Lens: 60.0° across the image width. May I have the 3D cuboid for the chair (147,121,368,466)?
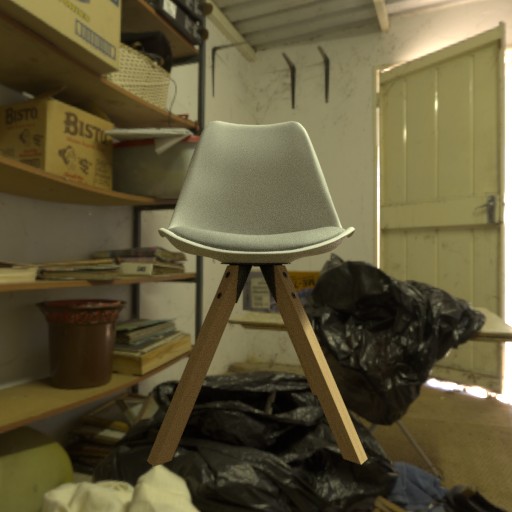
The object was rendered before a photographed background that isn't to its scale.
[{"bbox_3d":[0.000,0.000,1.152,0.485,0.850,0.550,0,0,-1],"label":"chair"}]
